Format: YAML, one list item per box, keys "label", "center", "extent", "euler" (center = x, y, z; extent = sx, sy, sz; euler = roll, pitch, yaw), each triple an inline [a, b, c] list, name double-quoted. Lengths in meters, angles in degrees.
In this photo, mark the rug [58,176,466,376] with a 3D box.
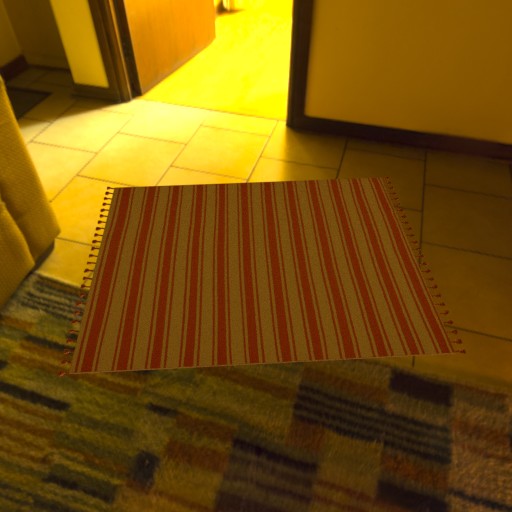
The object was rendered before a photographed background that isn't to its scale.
- label: "rug"
  center: [0.000, 0.000, 4.454]
  extent: [3.369, 0.035, 2.451]
  euler: [-3, 47, -2]
